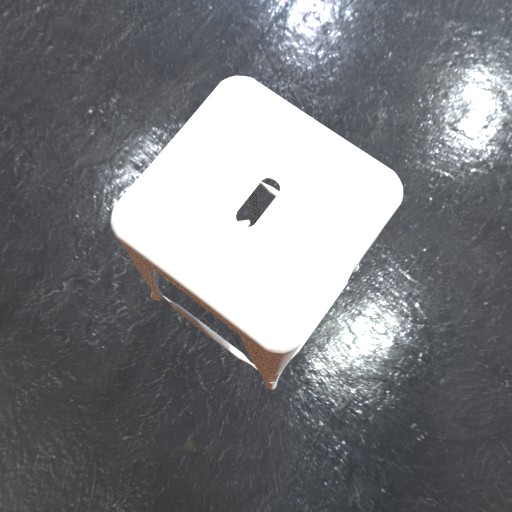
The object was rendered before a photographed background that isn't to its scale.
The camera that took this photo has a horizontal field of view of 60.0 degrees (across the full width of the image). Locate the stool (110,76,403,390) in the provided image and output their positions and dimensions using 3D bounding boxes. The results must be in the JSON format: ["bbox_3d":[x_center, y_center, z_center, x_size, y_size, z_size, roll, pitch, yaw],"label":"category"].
[{"bbox_3d":[0.000,0.000,0.894,0.406,0.610,0.406,36,79,8],"label":"stool"}]
